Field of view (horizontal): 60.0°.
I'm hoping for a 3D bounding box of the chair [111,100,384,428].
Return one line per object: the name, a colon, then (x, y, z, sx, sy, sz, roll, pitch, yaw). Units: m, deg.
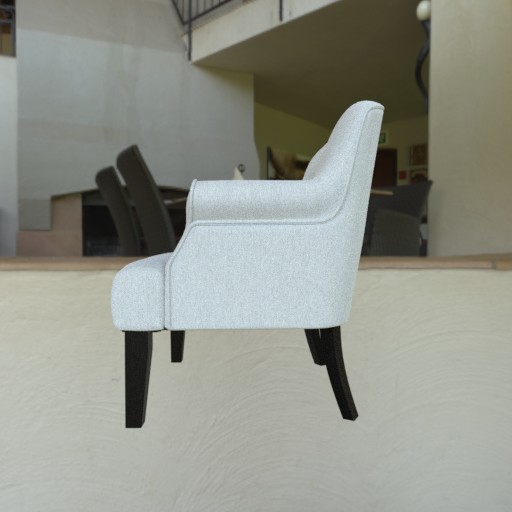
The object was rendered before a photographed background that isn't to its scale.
chair: (0.000, 0.000, 1.477, 0.750, 0.875, 0.781, 0, 1, 0)
